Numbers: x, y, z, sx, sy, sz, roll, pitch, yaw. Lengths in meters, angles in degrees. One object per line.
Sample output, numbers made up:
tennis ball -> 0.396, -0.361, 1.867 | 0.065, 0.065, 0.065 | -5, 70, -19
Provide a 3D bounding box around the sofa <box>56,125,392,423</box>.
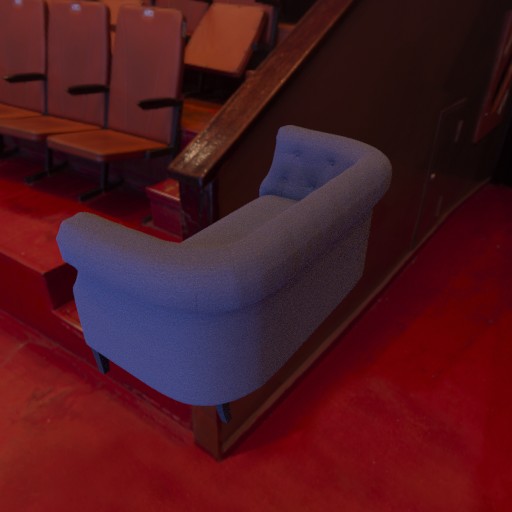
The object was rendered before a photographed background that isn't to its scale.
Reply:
sofa -> 0.000, 0.000, 2.082 | 0.835, 0.827, 1.558 | 21, 38, 30
